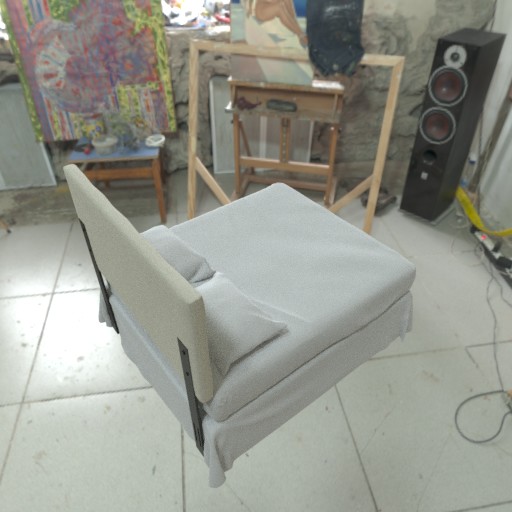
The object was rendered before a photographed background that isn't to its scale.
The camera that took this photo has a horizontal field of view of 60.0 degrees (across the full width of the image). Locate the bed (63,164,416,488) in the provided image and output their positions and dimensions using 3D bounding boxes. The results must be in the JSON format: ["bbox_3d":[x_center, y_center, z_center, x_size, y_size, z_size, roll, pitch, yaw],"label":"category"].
[{"bbox_3d":[0.000,0.000,3.476,2.222,1.577,1.936,-27,47,-28],"label":"bed"}]
